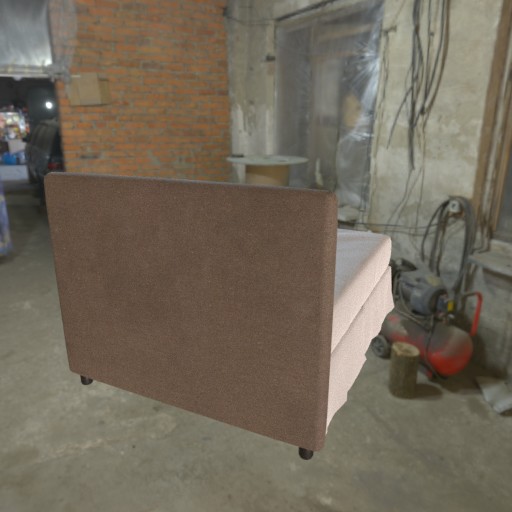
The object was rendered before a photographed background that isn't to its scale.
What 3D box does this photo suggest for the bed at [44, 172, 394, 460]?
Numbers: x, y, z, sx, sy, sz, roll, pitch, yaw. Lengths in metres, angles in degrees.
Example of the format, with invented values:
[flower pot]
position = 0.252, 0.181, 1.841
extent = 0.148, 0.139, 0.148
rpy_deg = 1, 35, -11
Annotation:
[bed]
position = 0.000, 0.000, 3.185
extent = 1.723, 1.330, 2.142
rpy_deg = 8, 19, 25
